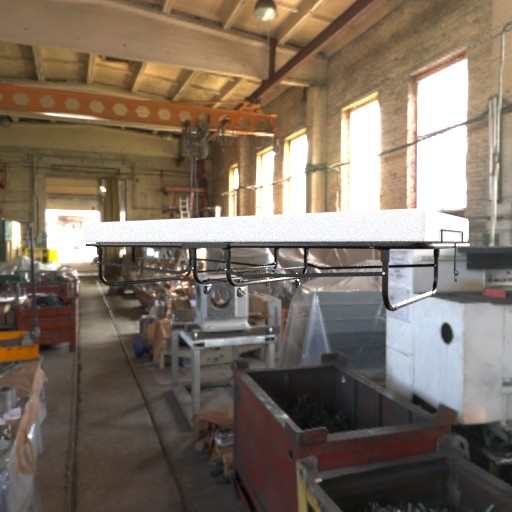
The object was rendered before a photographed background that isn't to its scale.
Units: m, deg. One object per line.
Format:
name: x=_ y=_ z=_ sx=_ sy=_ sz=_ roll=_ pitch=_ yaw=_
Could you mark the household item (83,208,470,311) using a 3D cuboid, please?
household item: x=0.000 y=0.000 z=2.251 sx=1.905 sy=0.356 sz=0.787 roll=1 pitch=2 yaw=35
